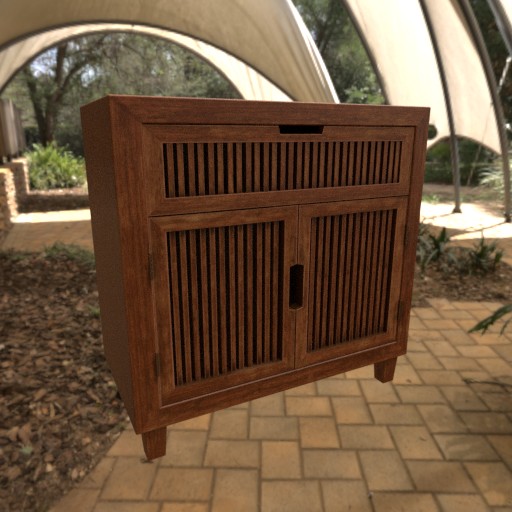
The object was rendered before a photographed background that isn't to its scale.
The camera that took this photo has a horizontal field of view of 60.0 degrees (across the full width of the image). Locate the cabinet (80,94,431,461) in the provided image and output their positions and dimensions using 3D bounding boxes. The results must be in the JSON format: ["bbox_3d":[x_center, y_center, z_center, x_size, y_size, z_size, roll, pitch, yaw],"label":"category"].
[{"bbox_3d":[0.000,0.000,1.228,0.796,0.785,0.412,-8,17,-27],"label":"cabinet"}]
